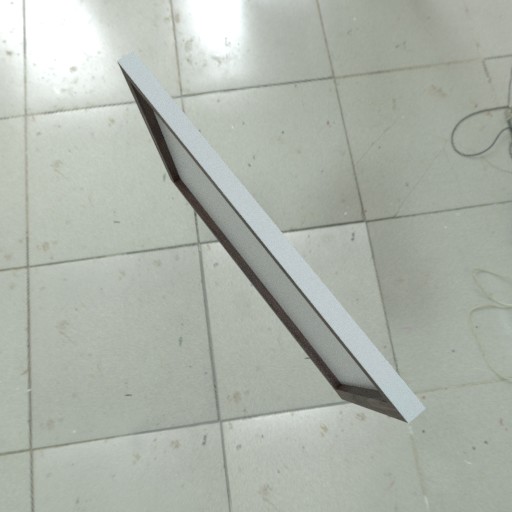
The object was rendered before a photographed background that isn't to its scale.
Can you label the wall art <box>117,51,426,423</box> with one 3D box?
[{"bbox_3d":[0.000,0.000,1.432,0.051,0.761,1.138,-37,79,-9],"label":"wall art"}]
